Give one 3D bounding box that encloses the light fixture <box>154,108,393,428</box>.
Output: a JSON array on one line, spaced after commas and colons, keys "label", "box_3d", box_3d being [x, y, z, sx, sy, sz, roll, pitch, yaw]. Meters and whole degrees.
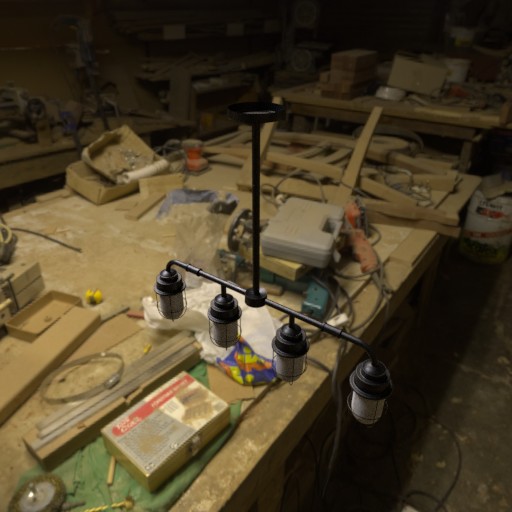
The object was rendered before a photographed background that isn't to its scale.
[{"label": "light fixture", "box_3d": [0.000, 0.000, 1.211, 0.852, 0.785, 0.131, 21, 36, 31]}]
